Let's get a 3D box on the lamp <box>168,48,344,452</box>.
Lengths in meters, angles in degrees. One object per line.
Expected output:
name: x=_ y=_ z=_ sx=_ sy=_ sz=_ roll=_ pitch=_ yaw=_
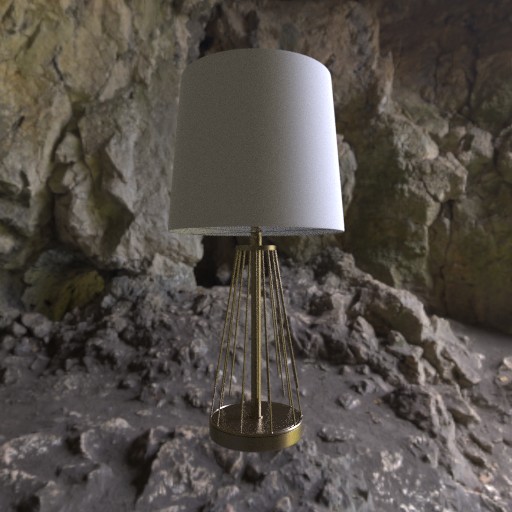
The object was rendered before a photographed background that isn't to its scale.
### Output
lamp: x=0.000 y=0.000 z=0.776 sx=0.303 sy=0.618 sz=0.303 roll=0 pitch=0 yaw=0
